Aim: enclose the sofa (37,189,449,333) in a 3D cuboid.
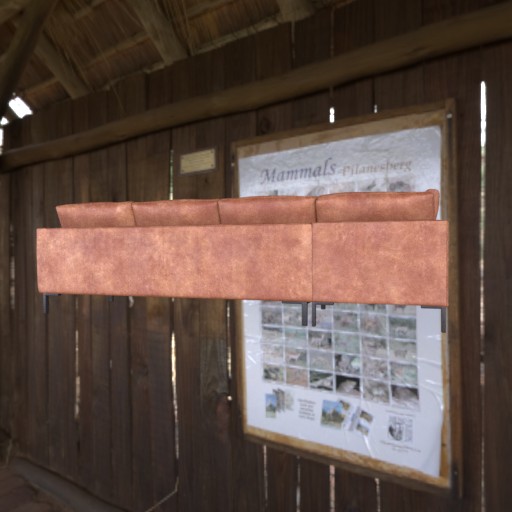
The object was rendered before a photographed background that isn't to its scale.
[{"bbox_3d":[0.000,0.000,3.913,2.984,0.877,1.938,0,1,17],"label":"sofa"}]
